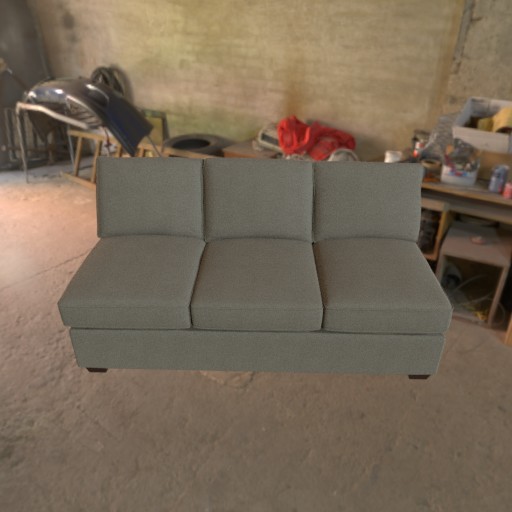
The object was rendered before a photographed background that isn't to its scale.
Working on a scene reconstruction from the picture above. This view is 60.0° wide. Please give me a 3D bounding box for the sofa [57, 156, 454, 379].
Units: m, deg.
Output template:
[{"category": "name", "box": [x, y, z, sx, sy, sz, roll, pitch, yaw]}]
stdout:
[{"category": "sofa", "box": [0.000, 0.000, 2.750, 2.092, 1.036, 1.127, 1, 30, 1]}]
